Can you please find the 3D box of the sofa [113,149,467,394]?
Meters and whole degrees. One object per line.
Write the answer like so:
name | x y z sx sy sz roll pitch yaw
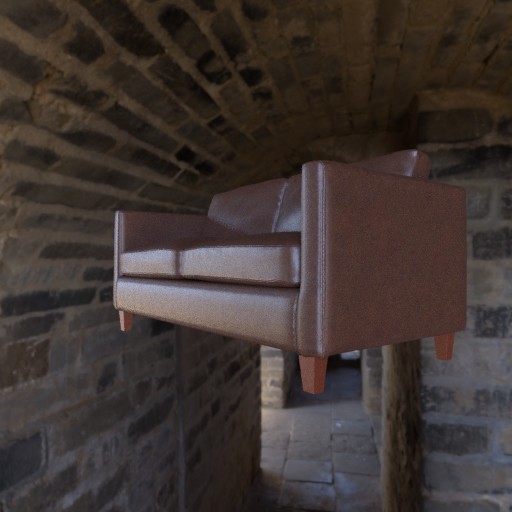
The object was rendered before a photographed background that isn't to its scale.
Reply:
sofa | 0.000 0.000 2.407 0.951 0.933 1.883 1 -1 -37
